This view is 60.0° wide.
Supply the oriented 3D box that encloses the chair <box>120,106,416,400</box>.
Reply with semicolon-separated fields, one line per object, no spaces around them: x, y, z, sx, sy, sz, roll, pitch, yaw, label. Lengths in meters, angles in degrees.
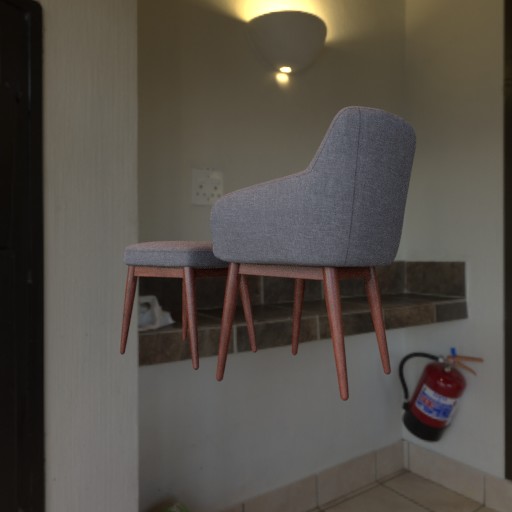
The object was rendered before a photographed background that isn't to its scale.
0.000;0.000;1.614;1.107;0.799;0.584;0;0;36;chair
